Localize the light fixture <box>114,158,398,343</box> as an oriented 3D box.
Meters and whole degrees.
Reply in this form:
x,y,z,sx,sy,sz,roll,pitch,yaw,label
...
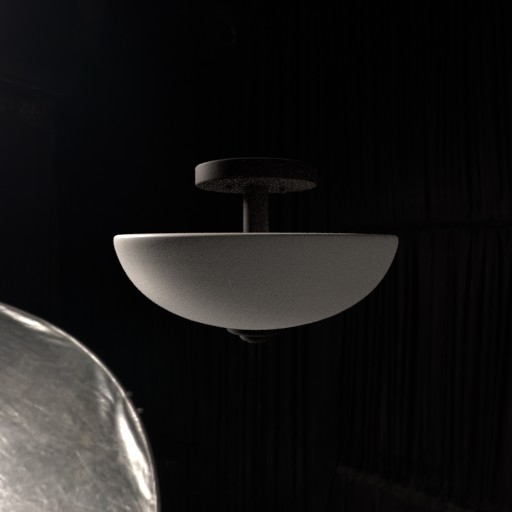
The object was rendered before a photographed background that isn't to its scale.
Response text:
x,y,z,sx,sy,sz,roll,pitch,yaw,label
0.000,0.000,0.542,0.331,0.212,0.331,0,2,0,light fixture
